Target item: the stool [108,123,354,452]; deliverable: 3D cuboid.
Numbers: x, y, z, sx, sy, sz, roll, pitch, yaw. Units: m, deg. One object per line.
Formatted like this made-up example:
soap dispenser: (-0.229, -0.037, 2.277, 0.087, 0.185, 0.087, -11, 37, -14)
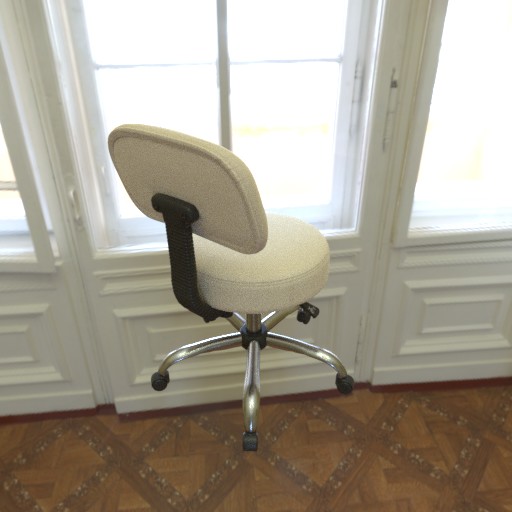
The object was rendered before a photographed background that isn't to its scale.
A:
stool: (0.000, 0.000, 1.230, 0.609, 0.810, 0.616, 21, 36, 32)
